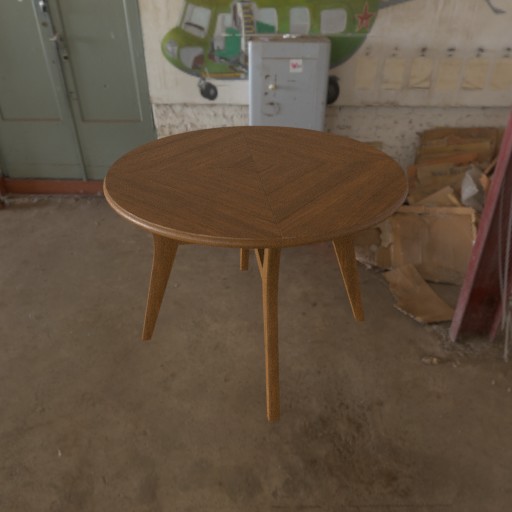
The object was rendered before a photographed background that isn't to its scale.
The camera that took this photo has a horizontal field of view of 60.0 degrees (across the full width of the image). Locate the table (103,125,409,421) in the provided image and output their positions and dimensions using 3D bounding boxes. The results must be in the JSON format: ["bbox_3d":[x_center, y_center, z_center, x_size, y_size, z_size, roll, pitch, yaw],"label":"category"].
[{"bbox_3d":[0.000,0.000,1.788,1.055,0.757,1.055,0,32,0],"label":"table"}]
